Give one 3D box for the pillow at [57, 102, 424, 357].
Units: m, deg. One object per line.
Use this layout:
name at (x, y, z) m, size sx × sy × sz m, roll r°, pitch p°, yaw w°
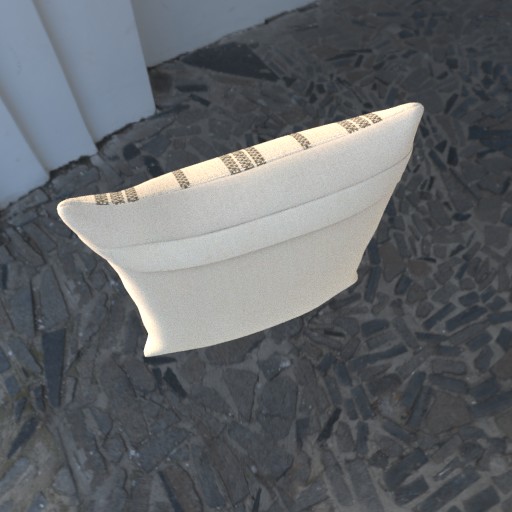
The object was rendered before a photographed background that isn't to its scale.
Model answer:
pillow at (0.000, 0.000, 0.623) m, size 0.405 × 0.406 × 0.173 m, roll -18°, pitch 60°, yaw -11°
